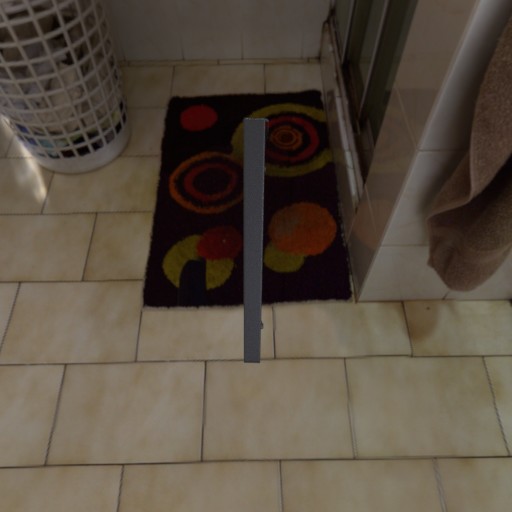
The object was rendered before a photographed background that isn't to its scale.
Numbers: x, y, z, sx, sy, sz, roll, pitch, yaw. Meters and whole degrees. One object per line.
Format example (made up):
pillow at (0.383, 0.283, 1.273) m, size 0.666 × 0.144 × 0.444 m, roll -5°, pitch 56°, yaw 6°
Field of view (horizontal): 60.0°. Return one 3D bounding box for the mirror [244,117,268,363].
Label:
mirror at (0.000, 0.000, 0.854) m, size 0.032 × 0.679 × 0.419 m, roll 1°, pitch 59°, yaw 1°
